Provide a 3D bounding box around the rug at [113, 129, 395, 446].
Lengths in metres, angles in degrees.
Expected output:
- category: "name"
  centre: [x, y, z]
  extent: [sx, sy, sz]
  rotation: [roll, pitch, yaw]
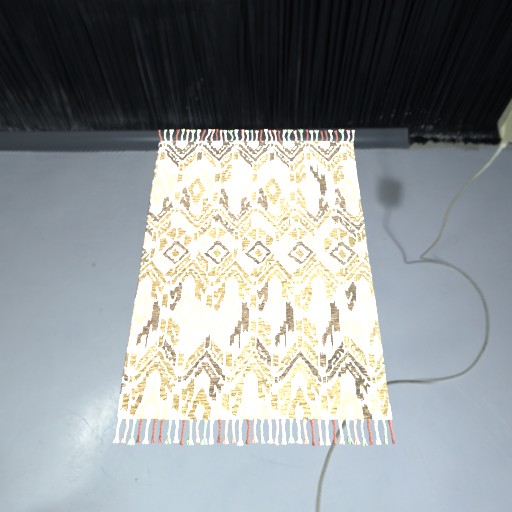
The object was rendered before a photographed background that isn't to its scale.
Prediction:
- category: "rug"
  centre: [0.000, 0.000, 2.306]
  extent: [1.219, 0.008, 1.829]
  rotation: [0, 60, 0]
